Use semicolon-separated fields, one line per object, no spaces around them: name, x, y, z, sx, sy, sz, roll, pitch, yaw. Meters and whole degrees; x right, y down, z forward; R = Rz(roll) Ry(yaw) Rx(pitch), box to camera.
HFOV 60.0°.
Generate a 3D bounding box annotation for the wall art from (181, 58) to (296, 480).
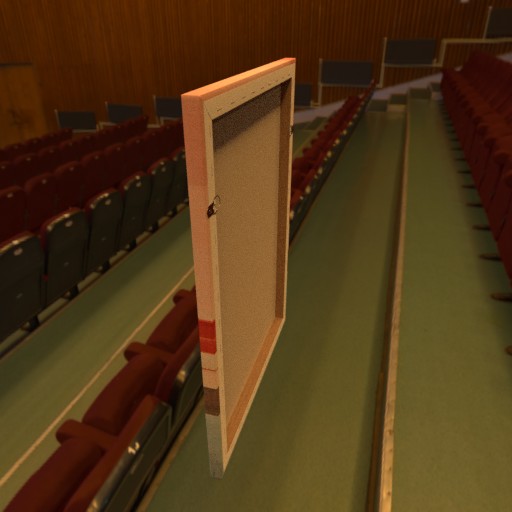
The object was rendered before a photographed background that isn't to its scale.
wall art;0.000;0.000;1.312;0.039;1.016;0.761;8;30;15
